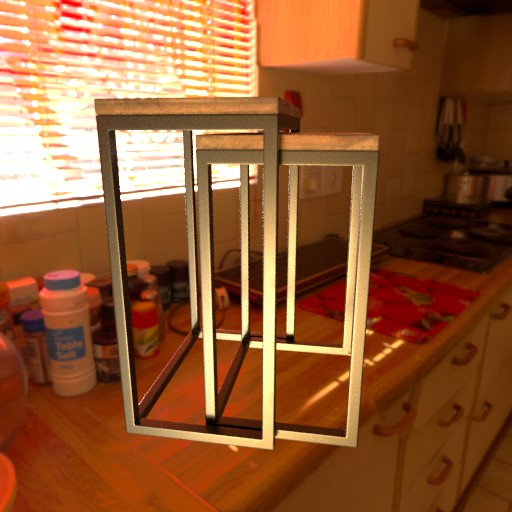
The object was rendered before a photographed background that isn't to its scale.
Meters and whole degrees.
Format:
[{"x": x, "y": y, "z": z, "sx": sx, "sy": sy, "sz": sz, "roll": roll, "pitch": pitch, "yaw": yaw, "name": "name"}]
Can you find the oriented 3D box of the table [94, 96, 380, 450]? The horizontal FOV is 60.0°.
[{"x": 0.000, "y": 0.000, "z": 0.950, "sx": 0.460, "sy": 0.615, "sz": 0.456, "roll": 3, "pitch": 16, "yaw": 11, "name": "table"}]
